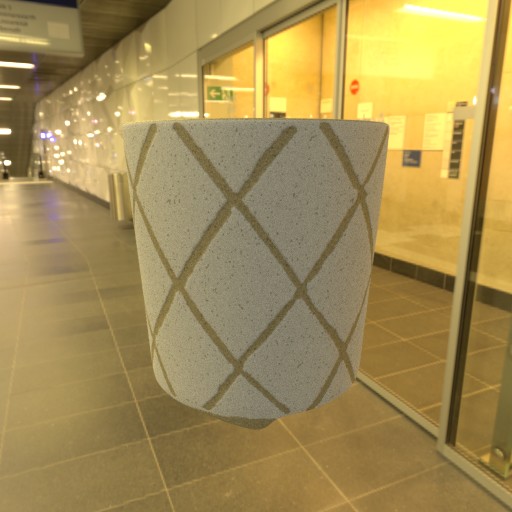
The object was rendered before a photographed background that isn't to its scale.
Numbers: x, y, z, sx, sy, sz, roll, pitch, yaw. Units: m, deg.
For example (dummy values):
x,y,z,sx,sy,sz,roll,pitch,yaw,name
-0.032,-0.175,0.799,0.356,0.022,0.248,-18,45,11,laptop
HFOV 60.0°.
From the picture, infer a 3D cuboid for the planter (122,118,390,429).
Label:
x,y,z,sx,sy,sz,roll,pitch,yaw,name
0.000,0.000,0.352,0.191,0.199,0.191,0,14,0,planter
